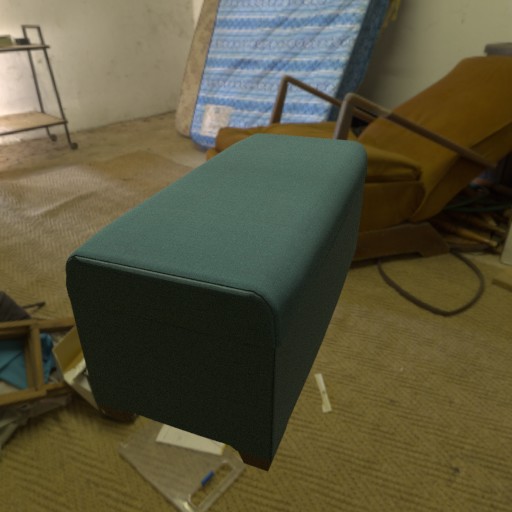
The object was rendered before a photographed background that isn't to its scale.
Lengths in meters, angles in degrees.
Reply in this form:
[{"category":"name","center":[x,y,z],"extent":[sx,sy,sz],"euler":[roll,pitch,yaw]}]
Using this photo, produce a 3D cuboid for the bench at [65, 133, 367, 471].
[{"category":"bench","center":[0.000,0.000,1.268],"extent":[0.476,0.474,0.995],"euler":[11,31,18]}]
